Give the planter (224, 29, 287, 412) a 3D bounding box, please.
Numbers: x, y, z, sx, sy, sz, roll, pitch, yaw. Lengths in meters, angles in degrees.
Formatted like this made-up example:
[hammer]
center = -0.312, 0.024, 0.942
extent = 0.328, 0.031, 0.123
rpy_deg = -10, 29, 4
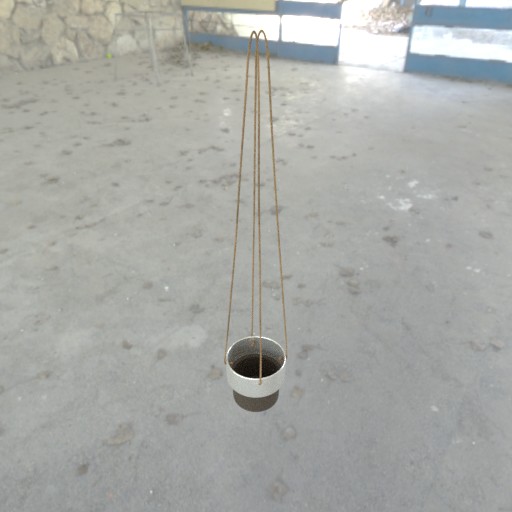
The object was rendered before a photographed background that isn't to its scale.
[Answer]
[planter]
center = 0.000, 0.000, 1.176
extent = 0.187, 1.073, 0.187
rpy_deg = 22, 39, 31
